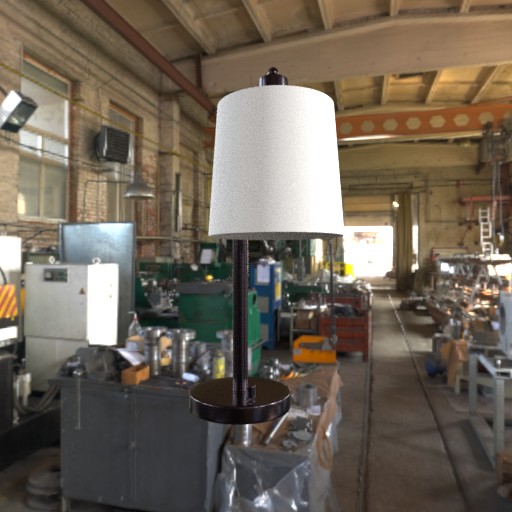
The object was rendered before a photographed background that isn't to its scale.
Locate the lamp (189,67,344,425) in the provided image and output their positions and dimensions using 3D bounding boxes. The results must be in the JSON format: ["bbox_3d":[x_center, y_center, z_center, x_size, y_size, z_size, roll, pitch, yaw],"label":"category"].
[{"bbox_3d":[0.000,0.000,0.642,0.171,0.489,0.333,0,0,-18],"label":"lamp"}]
